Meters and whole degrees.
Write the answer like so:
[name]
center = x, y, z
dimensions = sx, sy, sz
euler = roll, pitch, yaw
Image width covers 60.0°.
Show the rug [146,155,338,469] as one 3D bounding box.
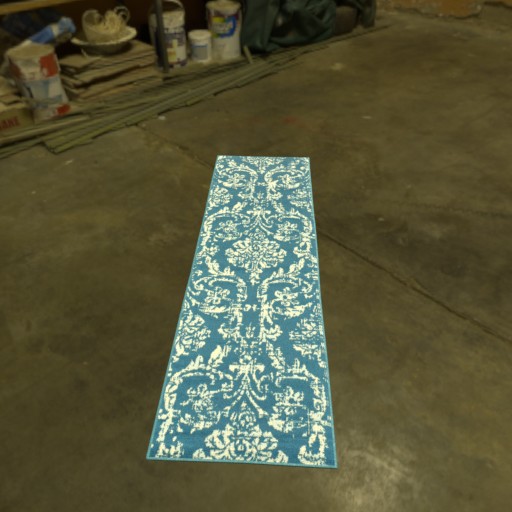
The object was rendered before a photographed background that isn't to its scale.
[rug]
center = 0.000, 0.000, 2.352
dimensions = 0.662, 0.011, 2.196
euler = 2, 41, 2
